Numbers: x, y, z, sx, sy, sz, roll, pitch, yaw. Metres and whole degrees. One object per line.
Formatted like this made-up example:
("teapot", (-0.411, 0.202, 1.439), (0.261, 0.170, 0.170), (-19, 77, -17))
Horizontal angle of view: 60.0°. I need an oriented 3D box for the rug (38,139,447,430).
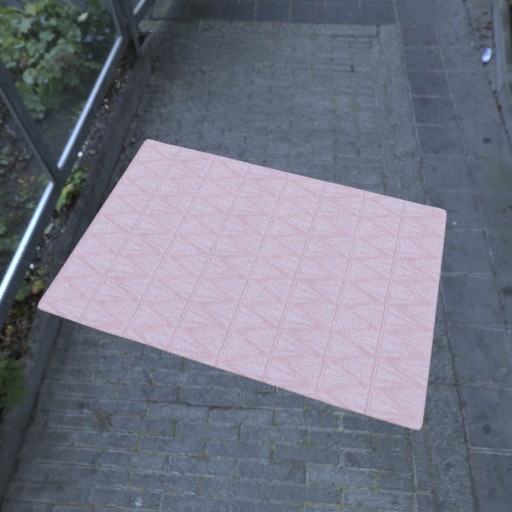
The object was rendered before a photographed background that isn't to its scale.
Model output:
("rug", (0.000, 0.000, 2.987), (2.390, 0.015, 1.609), (15, 59, 10))
